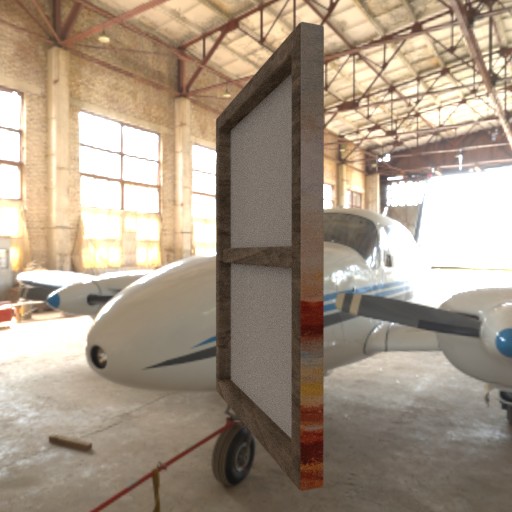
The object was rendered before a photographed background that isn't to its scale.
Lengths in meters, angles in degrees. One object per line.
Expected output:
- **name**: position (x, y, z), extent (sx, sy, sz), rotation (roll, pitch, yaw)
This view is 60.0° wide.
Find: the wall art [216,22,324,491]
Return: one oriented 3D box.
- **wall art**: position (0.000, 0.000, 0.783), extent (0.035, 0.605, 0.443), rotation (0, 0, -19)
